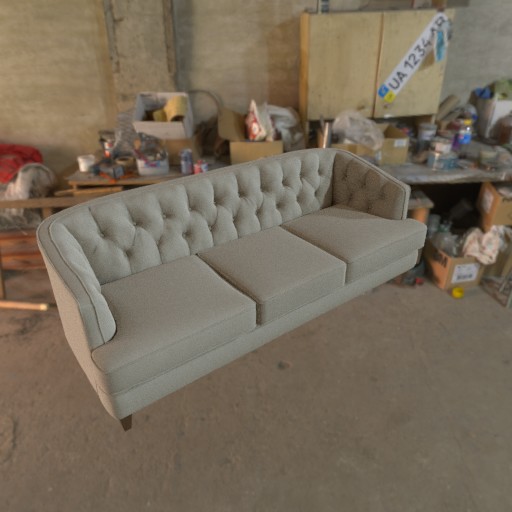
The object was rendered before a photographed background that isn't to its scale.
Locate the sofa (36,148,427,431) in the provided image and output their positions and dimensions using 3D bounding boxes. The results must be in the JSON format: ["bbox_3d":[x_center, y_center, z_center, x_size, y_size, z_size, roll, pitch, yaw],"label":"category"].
[{"bbox_3d":[0.000,0.000,2.722,2.278,0.855,0.941,-21,36,-32],"label":"sofa"}]
